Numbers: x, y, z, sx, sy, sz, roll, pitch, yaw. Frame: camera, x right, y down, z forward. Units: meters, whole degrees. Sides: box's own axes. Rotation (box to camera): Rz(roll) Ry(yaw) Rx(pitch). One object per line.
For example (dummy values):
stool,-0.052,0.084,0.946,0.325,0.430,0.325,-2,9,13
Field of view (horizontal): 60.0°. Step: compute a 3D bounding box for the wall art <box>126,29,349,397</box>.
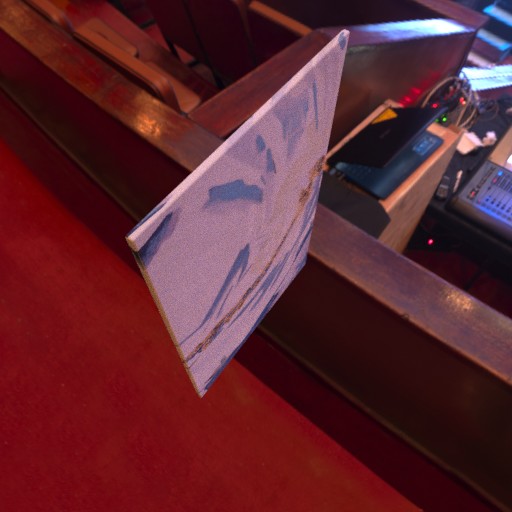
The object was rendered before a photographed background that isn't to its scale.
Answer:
wall art,0.000,0.000,1.138,0.016,0.914,0.610,32,64,18
